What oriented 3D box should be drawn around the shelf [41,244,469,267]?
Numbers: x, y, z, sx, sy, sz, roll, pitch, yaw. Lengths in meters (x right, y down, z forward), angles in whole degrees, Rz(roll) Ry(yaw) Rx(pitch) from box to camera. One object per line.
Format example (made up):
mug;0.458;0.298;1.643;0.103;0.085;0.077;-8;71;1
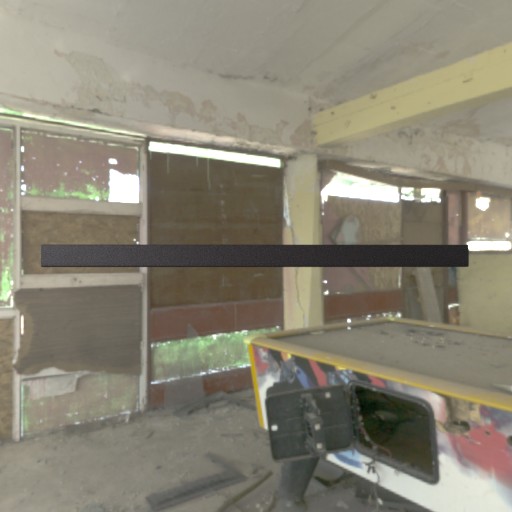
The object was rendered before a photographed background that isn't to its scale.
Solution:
shelf;0.000;0.000;1.003;0.924;0.049;0.092;0;0;-1
